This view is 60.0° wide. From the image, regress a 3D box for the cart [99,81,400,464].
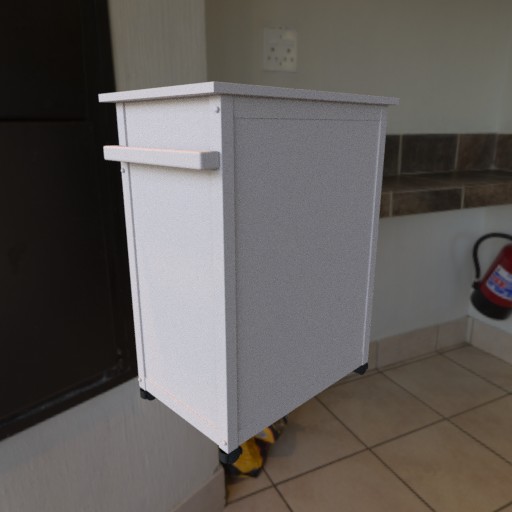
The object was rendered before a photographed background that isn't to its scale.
[{"bbox_3d":[0.000,0.000,1.271,0.683,0.864,0.442,-15,22,-42],"label":"cart"}]
